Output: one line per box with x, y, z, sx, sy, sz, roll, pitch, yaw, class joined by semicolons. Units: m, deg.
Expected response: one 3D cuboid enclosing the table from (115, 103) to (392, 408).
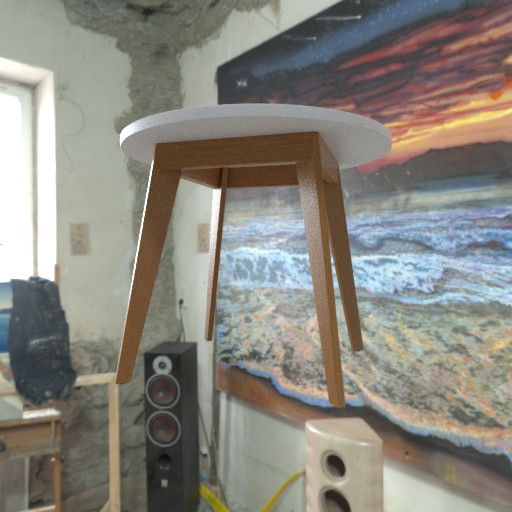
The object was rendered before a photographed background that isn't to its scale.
0.000;0.000;1.536;0.896;0.762;0.896;0;1;0;table
